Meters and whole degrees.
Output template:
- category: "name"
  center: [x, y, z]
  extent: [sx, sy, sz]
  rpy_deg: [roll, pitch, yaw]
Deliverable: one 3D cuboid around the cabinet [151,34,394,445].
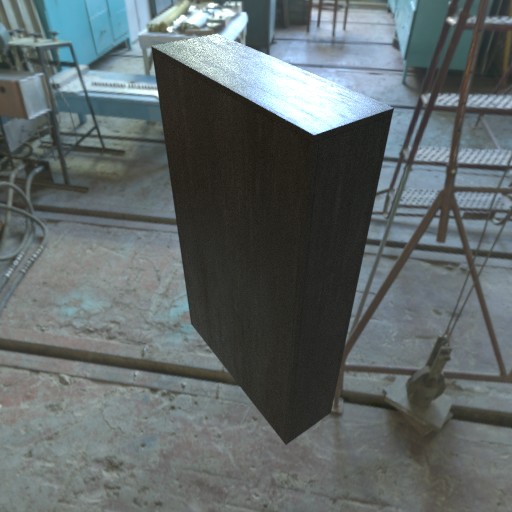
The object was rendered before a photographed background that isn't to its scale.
- category: "cabinet"
  center: [0.000, 0.000, 1.585]
  extent: [0.250, 1.280, 0.750]
  rpy_deg: [-25, 46, -26]
